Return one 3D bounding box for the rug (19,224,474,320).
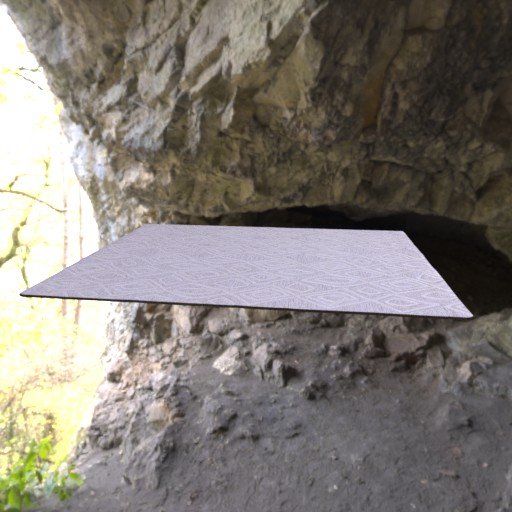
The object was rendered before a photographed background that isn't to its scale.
[{"bbox_3d":[0.000,0.000,4.065,3.049,0.025,2.449,2,16,7],"label":"rug"}]
